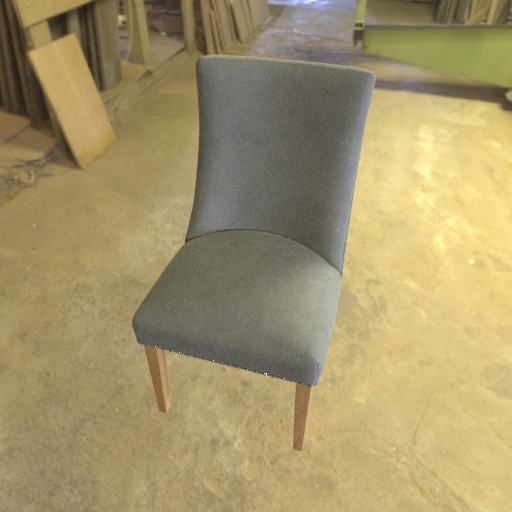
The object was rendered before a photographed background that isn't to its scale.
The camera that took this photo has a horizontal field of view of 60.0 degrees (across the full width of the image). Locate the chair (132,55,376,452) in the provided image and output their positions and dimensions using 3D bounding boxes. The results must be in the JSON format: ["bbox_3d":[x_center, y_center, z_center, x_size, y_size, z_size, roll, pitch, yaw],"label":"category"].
[{"bbox_3d":[0.000,0.000,1.245,0.495,0.902,0.610,11,41,13],"label":"chair"}]
